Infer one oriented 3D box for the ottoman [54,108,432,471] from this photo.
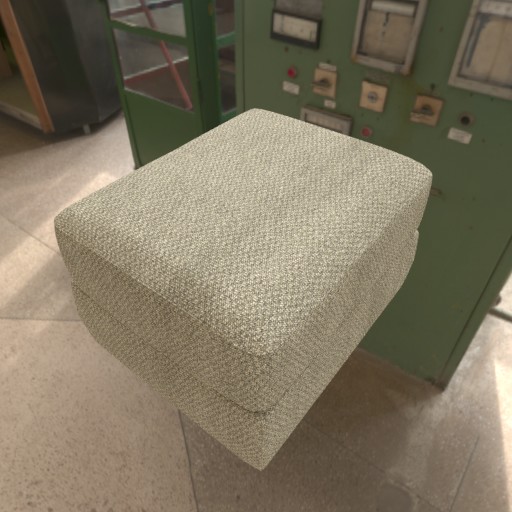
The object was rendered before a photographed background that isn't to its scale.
[{"bbox_3d":[0.000,0.000,1.140,0.603,0.476,0.751,28,49,27],"label":"ottoman"}]
